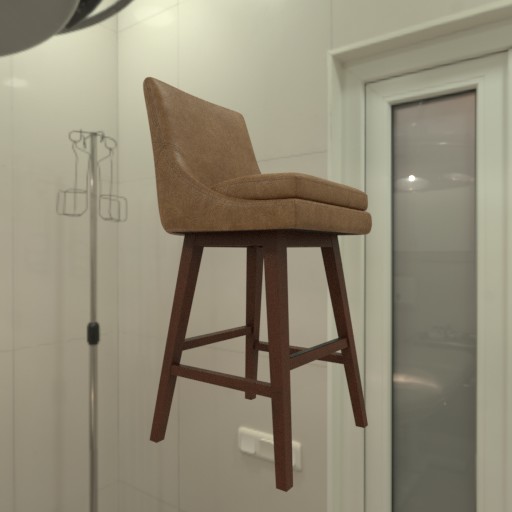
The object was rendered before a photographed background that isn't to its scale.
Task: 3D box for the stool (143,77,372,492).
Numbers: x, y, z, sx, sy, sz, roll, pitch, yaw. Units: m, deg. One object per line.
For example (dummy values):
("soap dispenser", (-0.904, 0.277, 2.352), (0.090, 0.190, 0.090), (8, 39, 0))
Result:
("stool", (0.000, 0.000, 1.364), (0.572, 1.079, 0.487), (0, 1, 36))
